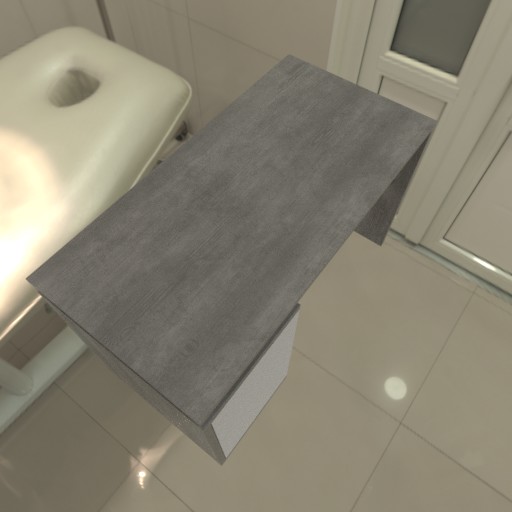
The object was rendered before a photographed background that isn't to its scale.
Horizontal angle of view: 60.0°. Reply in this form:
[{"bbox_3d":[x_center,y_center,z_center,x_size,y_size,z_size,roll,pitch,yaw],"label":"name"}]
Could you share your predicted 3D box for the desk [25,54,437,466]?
[{"bbox_3d":[0.000,0.000,1.626,0.600,0.740,1.200,33,64,18],"label":"desk"}]
